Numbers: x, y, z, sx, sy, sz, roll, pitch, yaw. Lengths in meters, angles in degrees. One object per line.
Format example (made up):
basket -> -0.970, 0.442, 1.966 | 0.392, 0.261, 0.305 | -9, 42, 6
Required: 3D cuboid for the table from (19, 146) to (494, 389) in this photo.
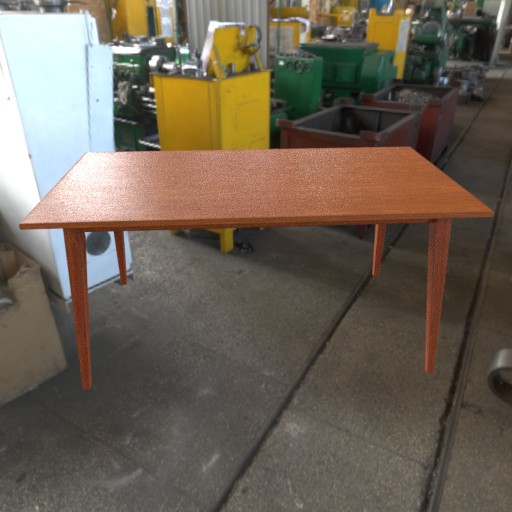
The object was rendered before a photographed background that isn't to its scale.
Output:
table -> 0.000, 0.000, 2.029 | 1.609, 0.755, 0.811 | -2, 30, -3
